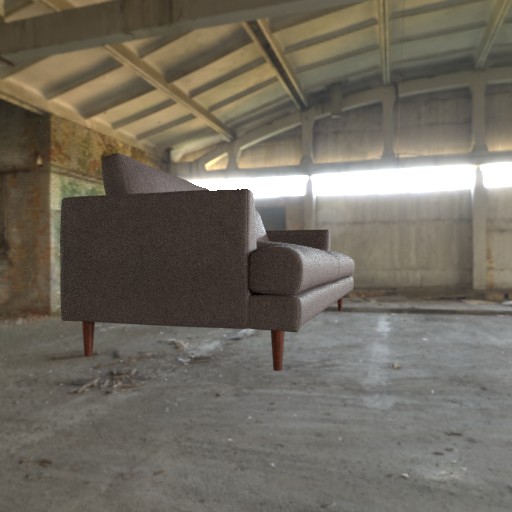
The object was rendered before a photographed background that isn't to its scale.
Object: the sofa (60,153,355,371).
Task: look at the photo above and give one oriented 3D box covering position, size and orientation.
[{"bbox_3d":[0.000,0.000,2.739,1.020,0.868,2.250,0,-1,17],"label":"sofa"}]
